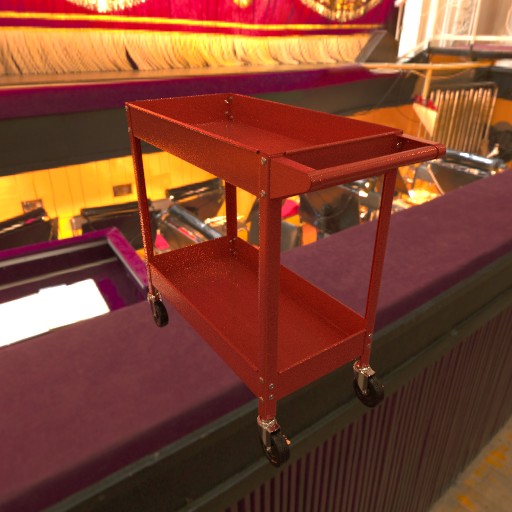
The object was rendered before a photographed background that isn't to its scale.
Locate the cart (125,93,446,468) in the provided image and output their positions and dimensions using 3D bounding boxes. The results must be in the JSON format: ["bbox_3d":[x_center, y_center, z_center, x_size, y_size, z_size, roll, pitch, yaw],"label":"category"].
[{"bbox_3d":[0.000,0.000,1.180,0.366,0.719,0.779,-18,32,-30],"label":"cart"}]
